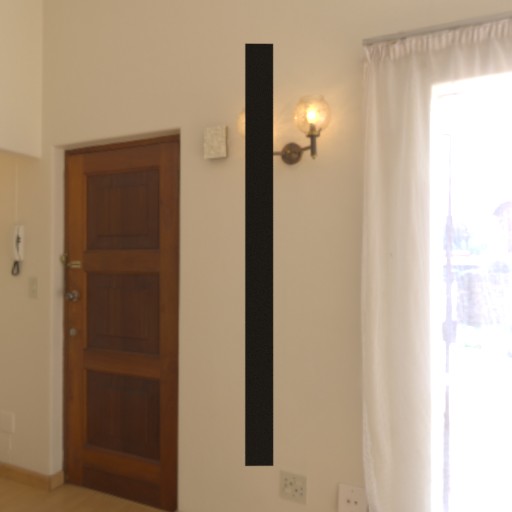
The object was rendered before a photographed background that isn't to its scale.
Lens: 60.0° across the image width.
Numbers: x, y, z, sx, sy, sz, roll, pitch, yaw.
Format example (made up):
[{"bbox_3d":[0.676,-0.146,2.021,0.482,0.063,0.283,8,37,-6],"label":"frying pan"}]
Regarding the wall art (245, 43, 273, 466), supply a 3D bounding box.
[{"bbox_3d":[0.000,0.000,0.753,0.030,0.454,0.554,0,0,-1],"label":"wall art"}]
